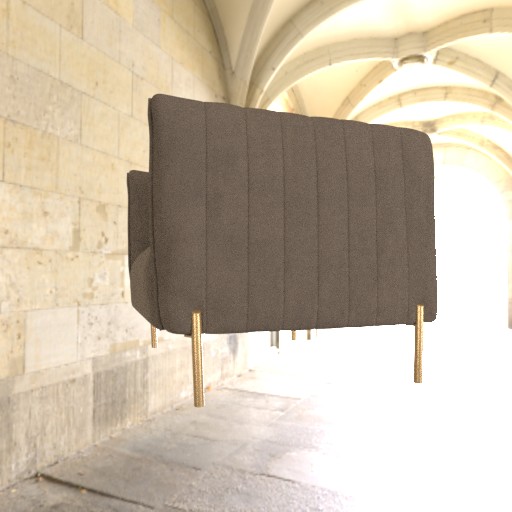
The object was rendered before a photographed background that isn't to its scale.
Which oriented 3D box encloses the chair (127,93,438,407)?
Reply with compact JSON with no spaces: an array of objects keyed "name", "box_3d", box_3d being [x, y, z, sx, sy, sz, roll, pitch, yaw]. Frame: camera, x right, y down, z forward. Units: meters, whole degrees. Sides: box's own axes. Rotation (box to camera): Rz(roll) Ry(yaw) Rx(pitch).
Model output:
[{"name":"chair","box_3d":[0.000,0.000,1.632,0.873,0.779,0.981,1,-2,-20]}]
